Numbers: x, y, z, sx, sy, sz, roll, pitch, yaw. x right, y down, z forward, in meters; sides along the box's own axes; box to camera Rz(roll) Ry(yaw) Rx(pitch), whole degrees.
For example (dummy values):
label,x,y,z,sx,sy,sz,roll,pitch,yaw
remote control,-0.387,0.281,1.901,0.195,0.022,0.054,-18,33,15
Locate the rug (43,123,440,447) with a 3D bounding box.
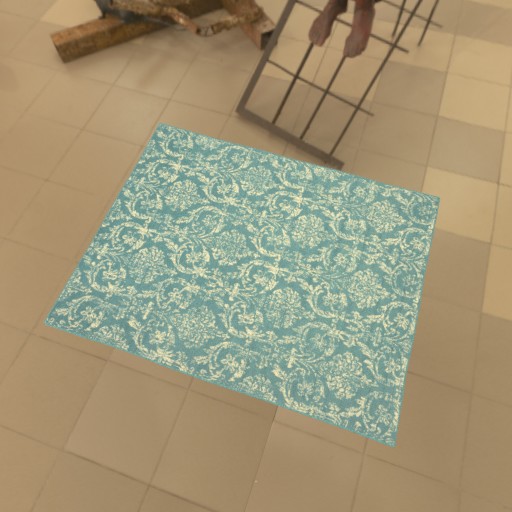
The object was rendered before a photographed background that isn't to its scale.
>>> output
label,x,y,z,sx,sy,sz,roll,pitch,yaw
rug,0.000,0.000,4.017,2.980,0.012,2.363,17,64,8
